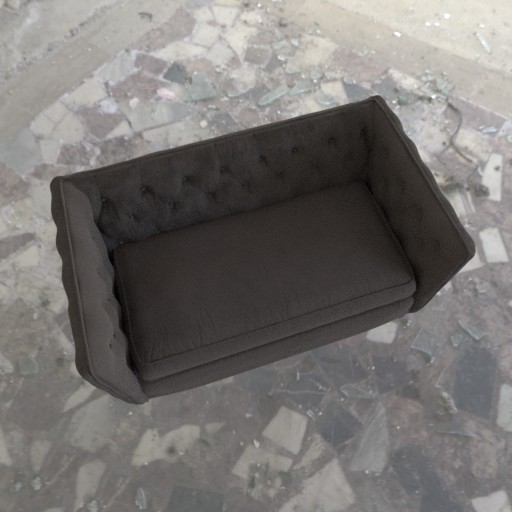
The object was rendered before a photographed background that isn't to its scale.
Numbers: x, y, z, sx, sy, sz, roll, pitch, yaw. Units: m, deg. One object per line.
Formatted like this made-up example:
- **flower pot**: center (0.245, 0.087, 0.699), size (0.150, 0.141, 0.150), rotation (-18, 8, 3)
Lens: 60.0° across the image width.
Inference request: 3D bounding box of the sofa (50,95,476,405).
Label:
- **sofa**: center (0.000, 0.000, 2.114), size (1.583, 0.810, 0.909), rotation (-16, 65, -8)
